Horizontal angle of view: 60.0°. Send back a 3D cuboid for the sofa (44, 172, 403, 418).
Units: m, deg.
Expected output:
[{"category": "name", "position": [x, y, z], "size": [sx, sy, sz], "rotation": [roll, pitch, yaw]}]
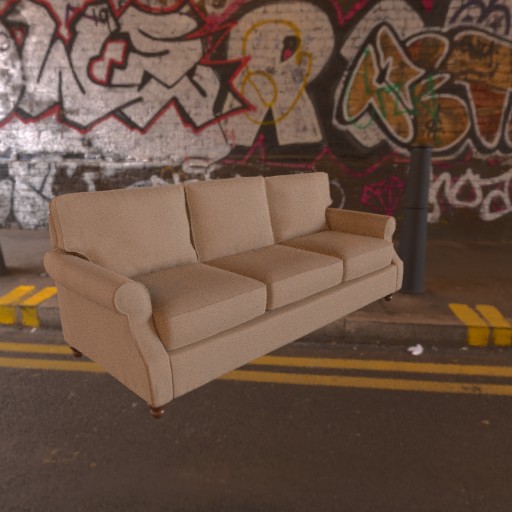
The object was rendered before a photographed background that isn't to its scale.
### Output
[{"category": "sofa", "position": [0.000, 0.000, 2.824], "size": [0.966, 0.948, 2.354], "rotation": [14, 20, 43]}]
